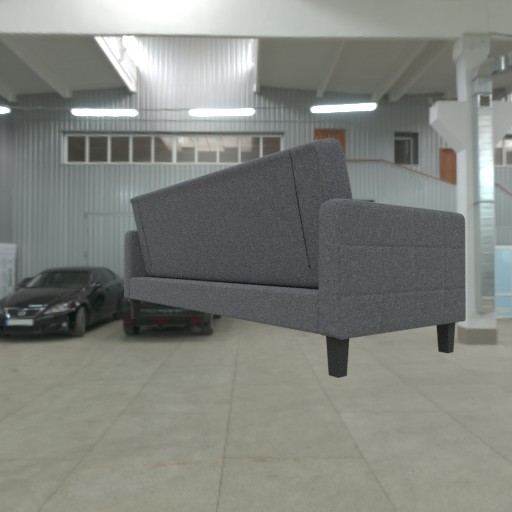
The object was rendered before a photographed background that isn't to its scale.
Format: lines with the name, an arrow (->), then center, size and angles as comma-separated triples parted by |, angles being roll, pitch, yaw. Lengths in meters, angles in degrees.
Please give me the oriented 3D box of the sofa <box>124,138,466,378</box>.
sofa -> 0.000, 0.000, 2.495 | 0.810, 0.850, 2.040 | 0, -1, -36
